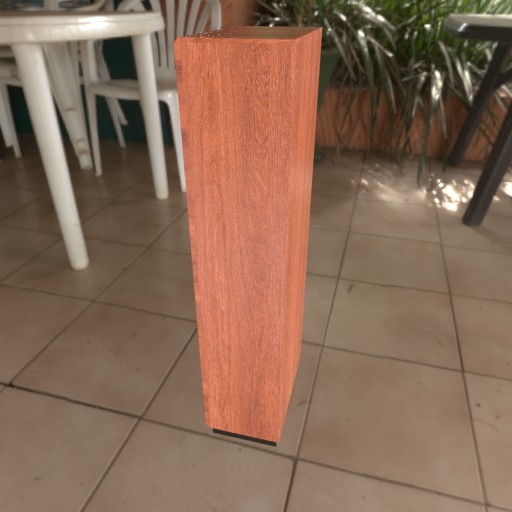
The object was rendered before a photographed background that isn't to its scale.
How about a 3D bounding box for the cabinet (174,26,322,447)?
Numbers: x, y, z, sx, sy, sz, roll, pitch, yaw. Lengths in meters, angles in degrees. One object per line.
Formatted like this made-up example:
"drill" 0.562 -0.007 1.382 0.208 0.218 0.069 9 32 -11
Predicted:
"cabinet" 0.000 0.000 2.187 0.420 1.980 0.660 8 31 13
